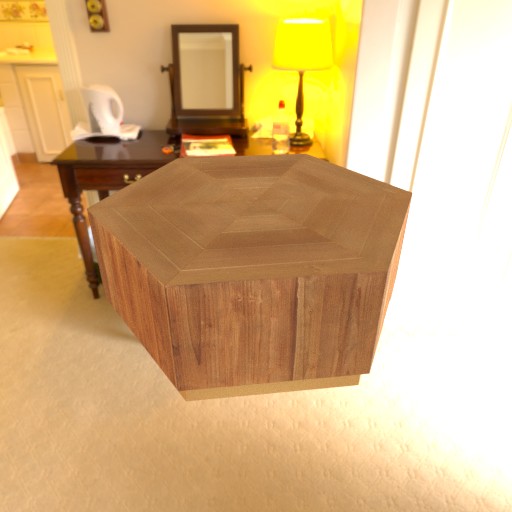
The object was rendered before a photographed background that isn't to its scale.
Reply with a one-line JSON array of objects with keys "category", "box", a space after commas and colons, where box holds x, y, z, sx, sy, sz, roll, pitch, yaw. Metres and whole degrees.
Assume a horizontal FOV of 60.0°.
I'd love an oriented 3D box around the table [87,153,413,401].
[{"category": "table", "box": [0.000, 0.000, 1.675, 1.000, 0.456, 1.154, -21, 36, -31]}]
